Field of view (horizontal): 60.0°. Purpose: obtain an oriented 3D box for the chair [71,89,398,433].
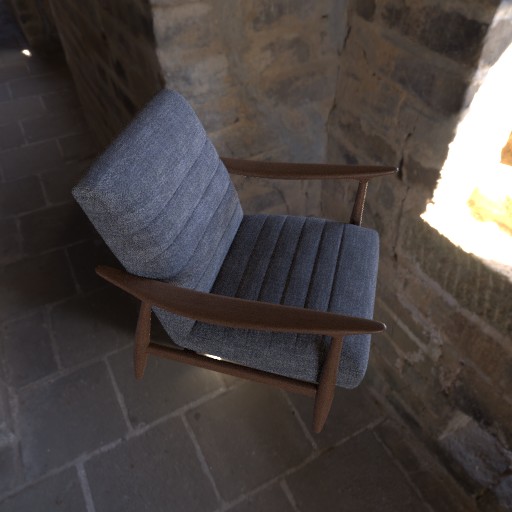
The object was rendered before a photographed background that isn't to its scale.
[{"bbox_3d":[0.000,0.000,1.447,0.798,0.832,0.741,11,46,11],"label":"chair"}]
